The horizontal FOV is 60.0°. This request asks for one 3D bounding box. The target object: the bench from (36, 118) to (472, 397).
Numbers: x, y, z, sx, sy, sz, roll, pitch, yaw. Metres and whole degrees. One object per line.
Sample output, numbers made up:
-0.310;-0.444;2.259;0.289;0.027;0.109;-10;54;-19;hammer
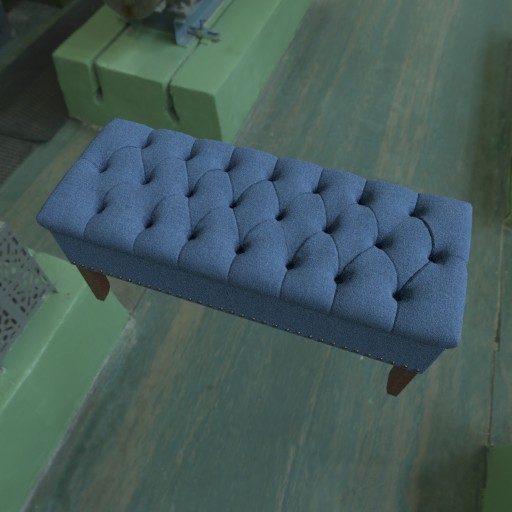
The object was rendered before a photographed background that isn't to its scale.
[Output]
0.000;0.000;1.305;1.052;0.492;0.417;16;58;10;bench
